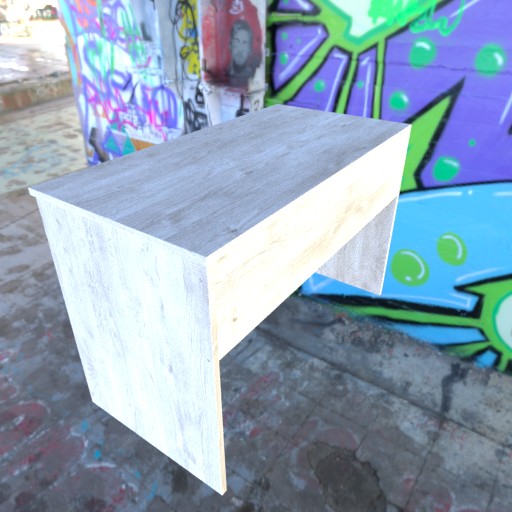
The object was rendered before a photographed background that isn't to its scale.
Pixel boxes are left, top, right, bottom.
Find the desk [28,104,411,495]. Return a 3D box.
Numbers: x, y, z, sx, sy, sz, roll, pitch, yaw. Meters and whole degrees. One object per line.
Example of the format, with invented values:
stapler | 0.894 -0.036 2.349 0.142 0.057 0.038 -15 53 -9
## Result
desk | 0.000 0.000 1.496 0.560 0.730 1.100 20 36 30
